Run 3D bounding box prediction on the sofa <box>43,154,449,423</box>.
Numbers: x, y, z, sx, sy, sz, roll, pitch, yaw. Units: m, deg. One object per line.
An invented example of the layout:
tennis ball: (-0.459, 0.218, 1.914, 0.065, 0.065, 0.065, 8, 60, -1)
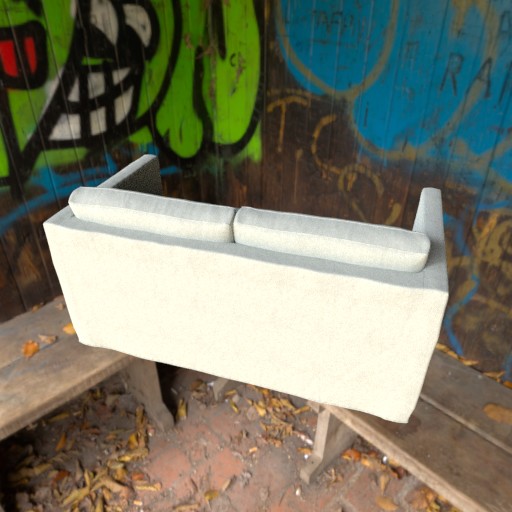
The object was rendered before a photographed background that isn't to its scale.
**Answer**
sofa: (0.000, 0.000, 2.260, 1.727, 0.830, 0.944, 10, 34, 15)
